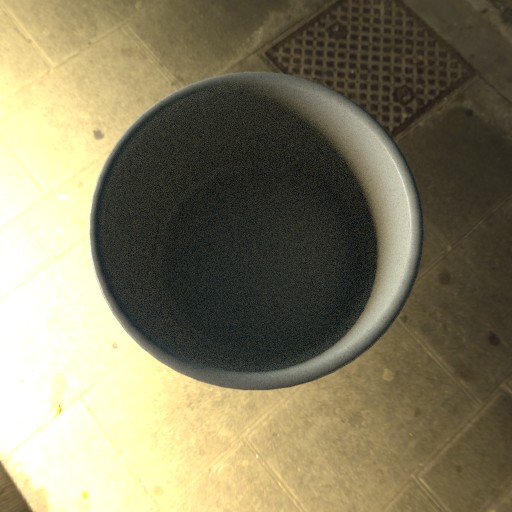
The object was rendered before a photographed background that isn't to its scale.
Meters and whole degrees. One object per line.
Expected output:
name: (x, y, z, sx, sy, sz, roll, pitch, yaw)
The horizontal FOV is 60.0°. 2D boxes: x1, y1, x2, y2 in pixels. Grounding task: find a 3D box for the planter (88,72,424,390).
planter: (0.000, 0.000, 0.563, 0.317, 0.303, 0.317, 0, 75, 0)
